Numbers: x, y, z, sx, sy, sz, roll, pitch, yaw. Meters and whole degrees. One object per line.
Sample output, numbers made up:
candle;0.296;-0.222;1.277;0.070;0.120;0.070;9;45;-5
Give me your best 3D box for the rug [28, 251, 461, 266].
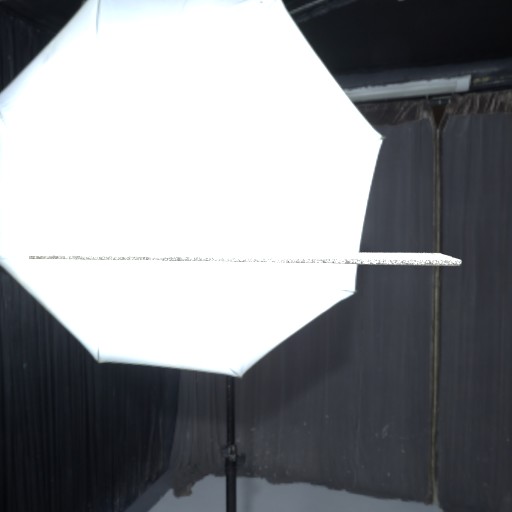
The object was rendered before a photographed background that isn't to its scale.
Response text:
rug;0.000;0.000;2.940;2.350;0.025;1.502;1;2;19
